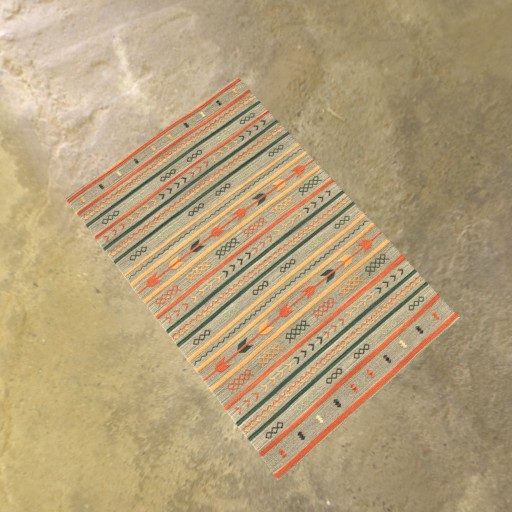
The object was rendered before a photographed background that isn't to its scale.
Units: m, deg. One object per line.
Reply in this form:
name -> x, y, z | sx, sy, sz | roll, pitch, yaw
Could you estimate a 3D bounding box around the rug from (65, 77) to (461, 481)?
rug -> 0.000, 0.000, 2.355 | 1.220, 0.017, 1.835 | -38, 79, -9
